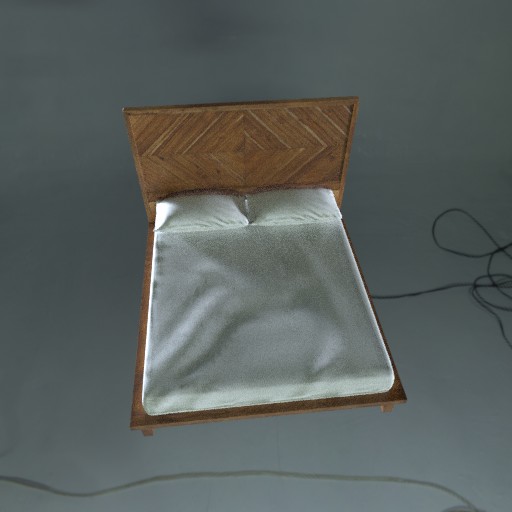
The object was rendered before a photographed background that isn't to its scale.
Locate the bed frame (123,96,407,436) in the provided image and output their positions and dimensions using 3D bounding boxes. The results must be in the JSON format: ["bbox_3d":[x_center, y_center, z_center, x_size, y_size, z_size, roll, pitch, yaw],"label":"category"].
[{"bbox_3d":[0.000,0.000,3.630,2.038,1.537,2.235,-4,47,-4],"label":"bed frame"}]
